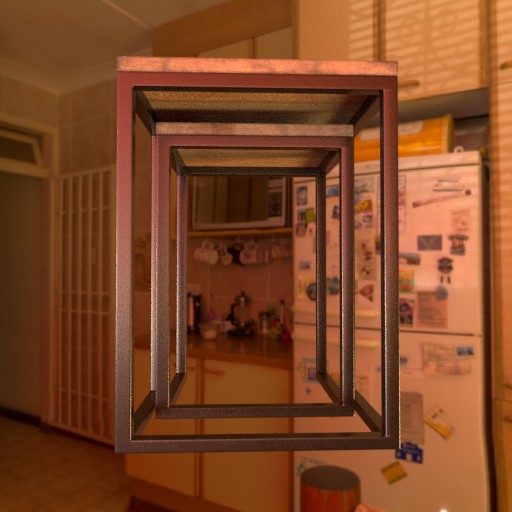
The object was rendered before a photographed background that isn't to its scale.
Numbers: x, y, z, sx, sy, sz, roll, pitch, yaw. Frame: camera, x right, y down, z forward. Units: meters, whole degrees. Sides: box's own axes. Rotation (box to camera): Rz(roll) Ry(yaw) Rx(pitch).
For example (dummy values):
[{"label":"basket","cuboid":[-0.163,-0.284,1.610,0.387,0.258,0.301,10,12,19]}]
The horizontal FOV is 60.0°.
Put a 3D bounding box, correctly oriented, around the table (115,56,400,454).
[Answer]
[{"label":"table","cuboid":[0.000,0.000,0.913,0.456,0.615,0.460,0,-1,0]}]
